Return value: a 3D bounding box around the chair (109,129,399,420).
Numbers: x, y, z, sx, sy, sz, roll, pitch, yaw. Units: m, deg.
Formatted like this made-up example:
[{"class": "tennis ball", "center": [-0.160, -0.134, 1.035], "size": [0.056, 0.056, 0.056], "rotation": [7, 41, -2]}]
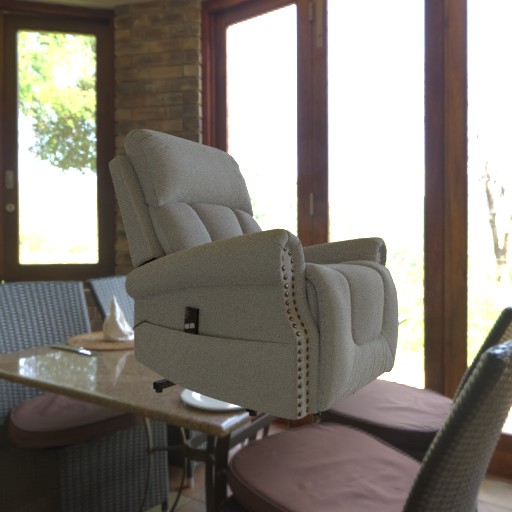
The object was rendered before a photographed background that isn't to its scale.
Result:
[{"class": "chair", "center": [0.000, 0.000, 1.758], "size": [0.979, 1.031, 0.871], "rotation": [0, 0, 36]}]
